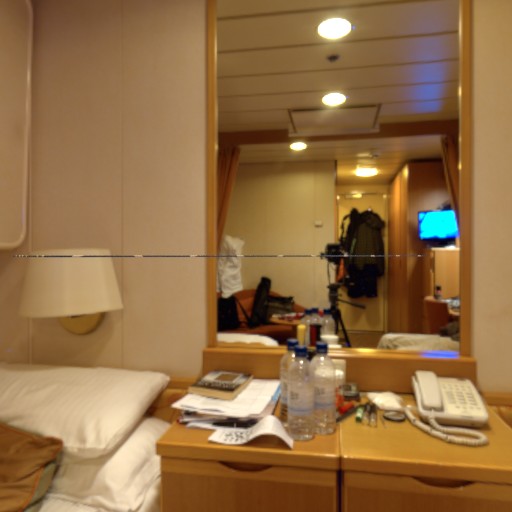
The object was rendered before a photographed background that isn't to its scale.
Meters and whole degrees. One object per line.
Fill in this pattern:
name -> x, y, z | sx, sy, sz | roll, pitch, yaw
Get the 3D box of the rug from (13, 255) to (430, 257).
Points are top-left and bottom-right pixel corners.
rug -> 0.000, 0.000, 2.461 | 2.296, 0.006, 0.685 | 0, 0, -37
